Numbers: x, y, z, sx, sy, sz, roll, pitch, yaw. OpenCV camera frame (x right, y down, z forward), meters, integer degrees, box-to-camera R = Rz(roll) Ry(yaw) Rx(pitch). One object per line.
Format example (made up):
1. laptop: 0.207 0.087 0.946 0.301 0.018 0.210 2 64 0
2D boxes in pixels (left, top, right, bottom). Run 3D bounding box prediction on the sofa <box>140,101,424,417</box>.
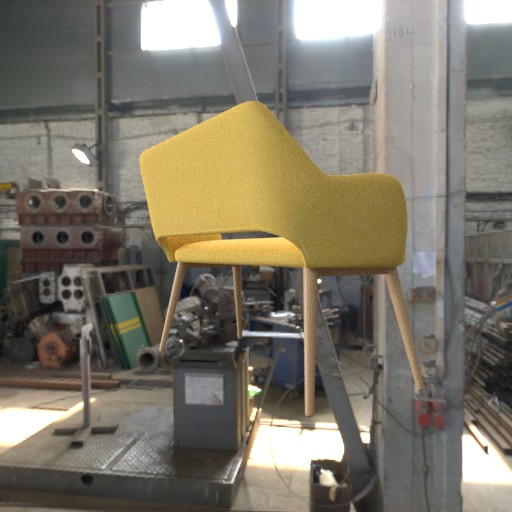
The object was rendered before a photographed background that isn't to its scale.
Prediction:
1. sofa: 0.000 0.000 1.647 0.610 0.840 1.150 0 1 -36
